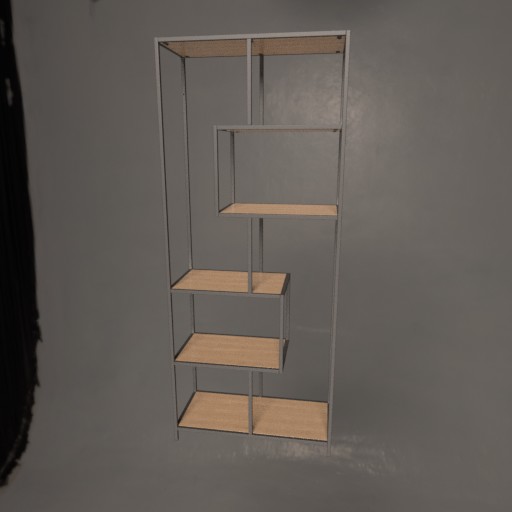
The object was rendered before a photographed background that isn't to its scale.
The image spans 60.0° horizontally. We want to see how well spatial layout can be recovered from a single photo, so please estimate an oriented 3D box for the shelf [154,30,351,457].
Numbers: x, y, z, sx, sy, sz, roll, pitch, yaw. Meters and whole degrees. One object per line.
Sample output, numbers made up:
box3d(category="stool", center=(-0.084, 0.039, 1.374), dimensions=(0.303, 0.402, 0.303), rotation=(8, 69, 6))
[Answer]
box3d(category="shelf", center=(0.000, 0.000, 2.099), dimensions=(0.770, 1.850, 0.350), rotation=(2, 14, 9))
